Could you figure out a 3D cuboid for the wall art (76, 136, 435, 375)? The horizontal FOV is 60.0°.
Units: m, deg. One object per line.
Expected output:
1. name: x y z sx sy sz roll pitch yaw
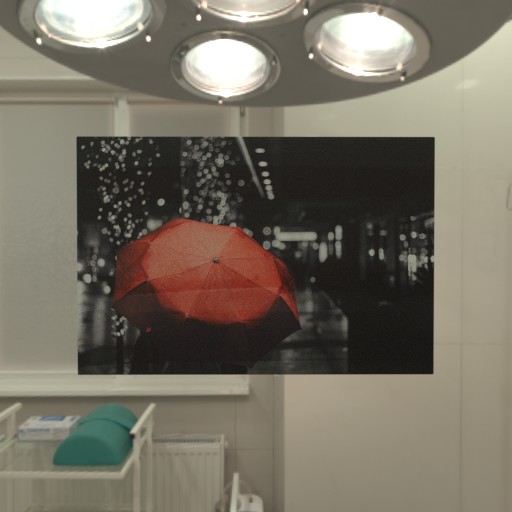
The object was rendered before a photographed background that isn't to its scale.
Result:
1. wall art: 0.000 0.000 1.151 0.914 0.609 0.038 0 1 0
